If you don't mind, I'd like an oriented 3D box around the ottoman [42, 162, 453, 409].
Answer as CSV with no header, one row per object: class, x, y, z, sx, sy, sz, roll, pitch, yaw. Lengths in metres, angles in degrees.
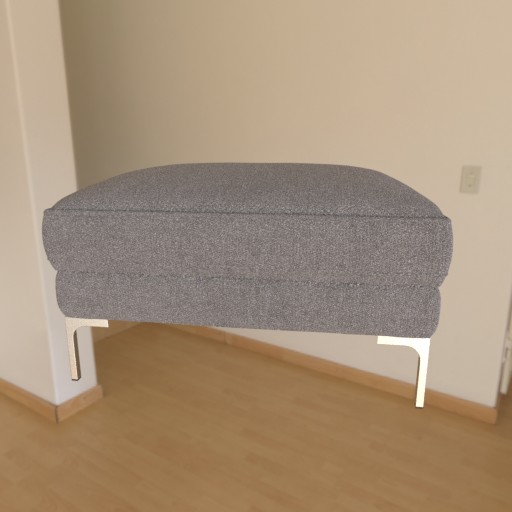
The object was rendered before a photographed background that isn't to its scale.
ottoman,0.000,0.000,1.131,0.785,0.464,0.583,2,14,8
